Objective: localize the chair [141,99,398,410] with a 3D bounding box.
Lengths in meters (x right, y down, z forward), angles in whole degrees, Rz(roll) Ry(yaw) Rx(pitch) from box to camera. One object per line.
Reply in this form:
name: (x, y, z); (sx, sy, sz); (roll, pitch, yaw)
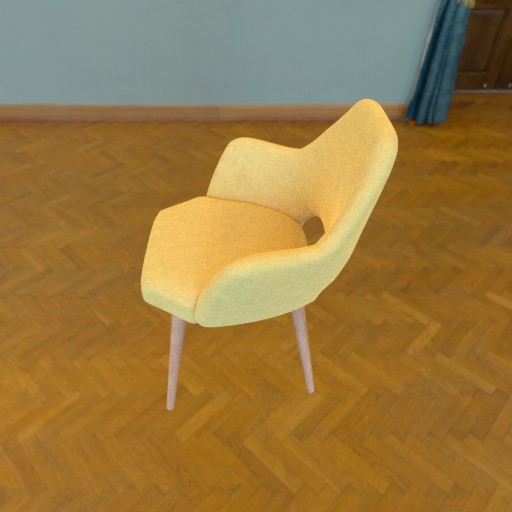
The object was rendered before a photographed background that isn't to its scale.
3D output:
chair: (0.000, 0.000, 1.271); (0.610, 0.840, 0.590); (-1, 42, -1)
